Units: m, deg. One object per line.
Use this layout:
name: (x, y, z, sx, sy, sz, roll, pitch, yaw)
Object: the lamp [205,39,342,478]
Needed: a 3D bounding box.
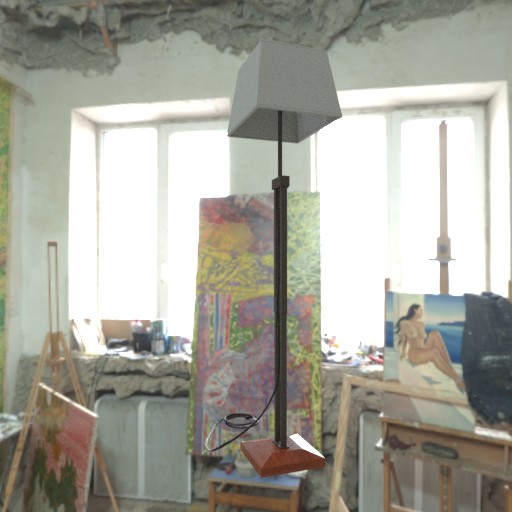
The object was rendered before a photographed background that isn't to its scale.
lamp: (0.000, 0.000, 2.026, 0.472, 1.712, 0.745, 0, -1, -19)
